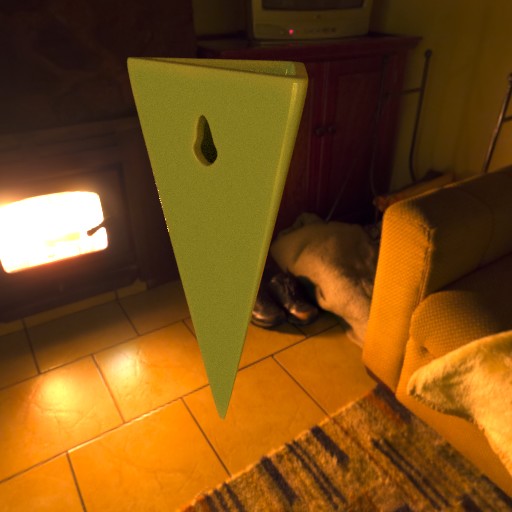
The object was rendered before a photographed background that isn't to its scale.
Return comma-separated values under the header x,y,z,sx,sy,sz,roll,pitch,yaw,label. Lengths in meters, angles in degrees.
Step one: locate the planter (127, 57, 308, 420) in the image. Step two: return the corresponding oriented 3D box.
x,y,z,sx,sy,sz,roll,pitch,yaw,label
0.000,0.000,0.216,0.080,0.178,0.064,21,37,31,planter
